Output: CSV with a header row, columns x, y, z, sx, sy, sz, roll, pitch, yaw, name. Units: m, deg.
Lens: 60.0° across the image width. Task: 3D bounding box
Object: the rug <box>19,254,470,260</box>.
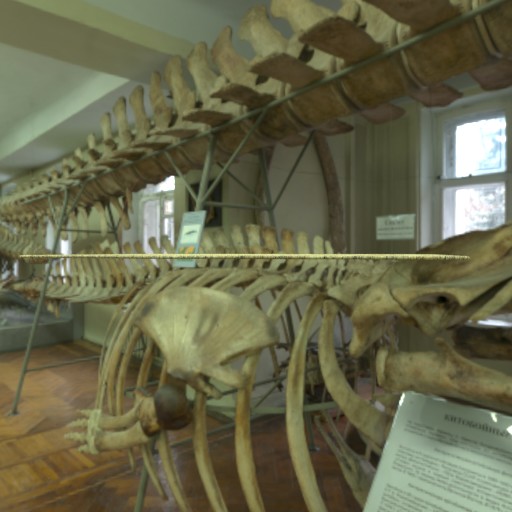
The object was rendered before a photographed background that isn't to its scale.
x,y,z,sx,sy,sz,roll,pitch,yaw,name
0.000,0.000,2.311,1.846,0.014,1.243,0,1,16,rug
